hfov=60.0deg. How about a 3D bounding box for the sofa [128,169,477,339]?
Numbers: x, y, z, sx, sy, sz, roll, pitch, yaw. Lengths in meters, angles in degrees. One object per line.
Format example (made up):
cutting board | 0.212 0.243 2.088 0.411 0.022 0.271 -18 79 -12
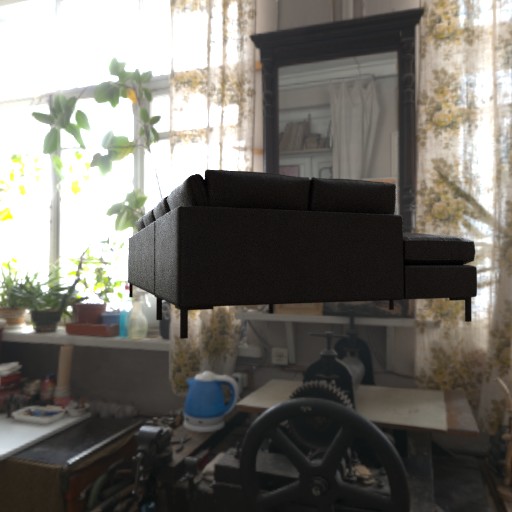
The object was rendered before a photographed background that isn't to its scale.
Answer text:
sofa | 0.000 0.000 3.892 1.938 0.877 2.984 0 -1 -21
